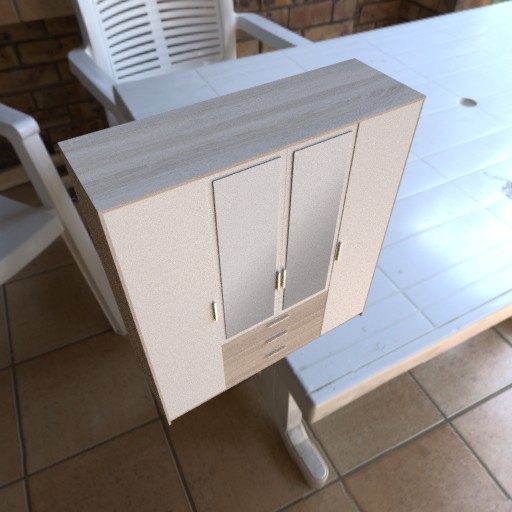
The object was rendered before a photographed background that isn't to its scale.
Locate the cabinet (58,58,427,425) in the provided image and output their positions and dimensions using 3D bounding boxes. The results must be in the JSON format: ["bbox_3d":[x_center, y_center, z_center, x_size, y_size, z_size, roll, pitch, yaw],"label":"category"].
[{"bbox_3d":[0.000,0.000,3.040,1.870,2.060,0.620,-24,51,-22],"label":"cabinet"}]
